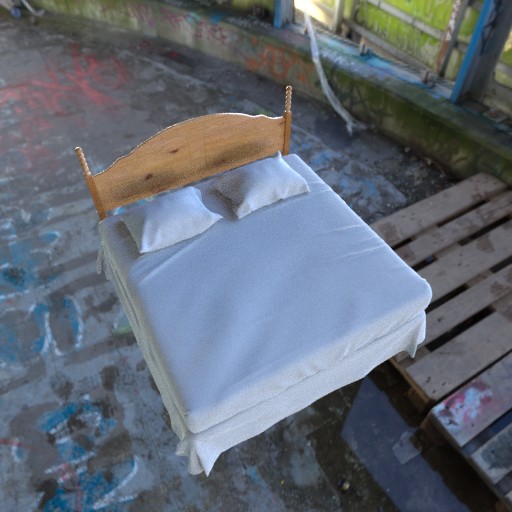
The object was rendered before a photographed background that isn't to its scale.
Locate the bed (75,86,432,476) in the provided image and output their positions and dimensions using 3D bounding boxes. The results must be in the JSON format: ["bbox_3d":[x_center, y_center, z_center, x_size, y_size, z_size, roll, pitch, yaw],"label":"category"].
[{"bbox_3d":[0.000,0.000,3.515,2.322,1.355,2.219,-23,53,-18],"label":"bed"}]
